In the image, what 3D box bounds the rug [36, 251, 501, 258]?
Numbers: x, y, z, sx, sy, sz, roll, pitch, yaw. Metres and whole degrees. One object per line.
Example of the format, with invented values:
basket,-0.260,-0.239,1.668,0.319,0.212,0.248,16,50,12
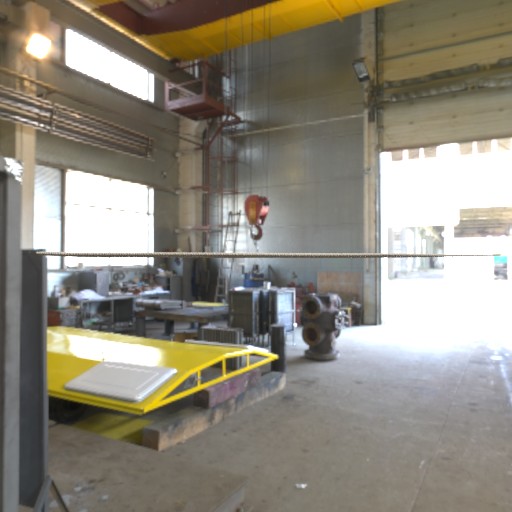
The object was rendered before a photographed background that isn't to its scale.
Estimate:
rug,0.000,0.000,4.221,3.381,0.026,2.436,0,-1,-16
